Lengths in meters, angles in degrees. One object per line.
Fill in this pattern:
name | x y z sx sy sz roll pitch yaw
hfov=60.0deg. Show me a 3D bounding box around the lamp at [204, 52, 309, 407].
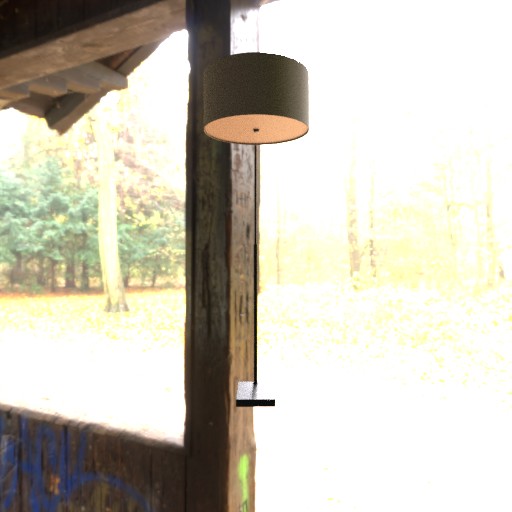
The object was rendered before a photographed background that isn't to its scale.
lamp | 0.000 0.000 2.545 0.493 1.927 1.424 0 0 0
